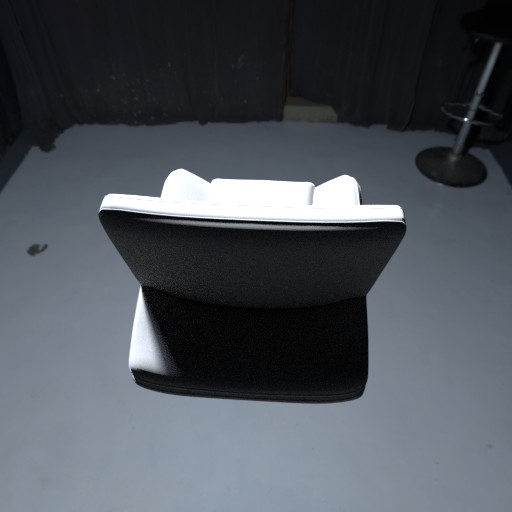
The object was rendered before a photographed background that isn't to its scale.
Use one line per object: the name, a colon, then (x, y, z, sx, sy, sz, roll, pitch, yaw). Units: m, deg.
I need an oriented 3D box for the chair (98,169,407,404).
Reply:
chair: (0.000, 0.000, 1.662, 0.859, 0.855, 1.008, 3, 47, 2)
